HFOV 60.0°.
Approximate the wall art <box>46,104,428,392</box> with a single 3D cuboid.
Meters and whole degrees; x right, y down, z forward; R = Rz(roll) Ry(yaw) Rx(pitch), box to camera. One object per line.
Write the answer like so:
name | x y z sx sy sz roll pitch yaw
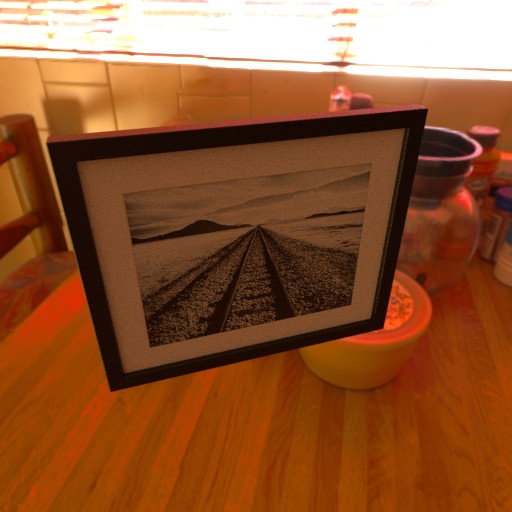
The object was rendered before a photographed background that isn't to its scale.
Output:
wall art | 0.000 0.000 0.757 0.559 0.458 0.029 -10 34 -15
